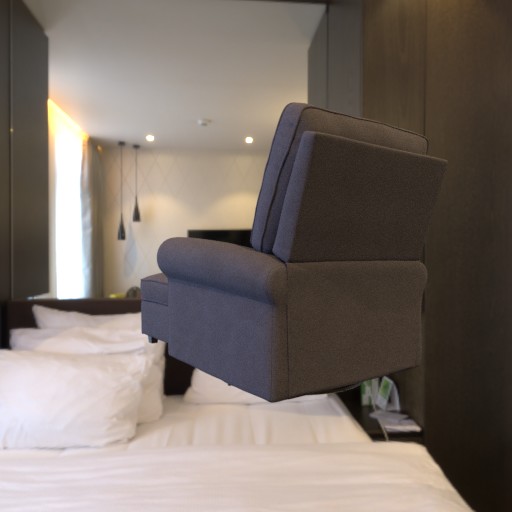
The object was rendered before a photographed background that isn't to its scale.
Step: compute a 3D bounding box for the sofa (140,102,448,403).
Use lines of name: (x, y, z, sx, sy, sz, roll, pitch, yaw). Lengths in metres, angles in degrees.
sofa: (0.000, 0.000, 2.020, 0.880, 0.959, 1.478, 0, 0, -36)
